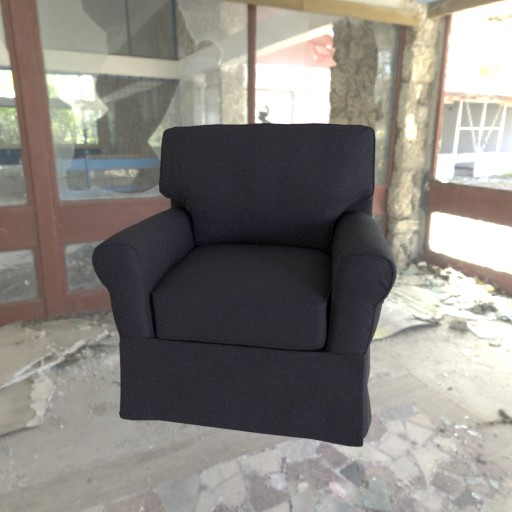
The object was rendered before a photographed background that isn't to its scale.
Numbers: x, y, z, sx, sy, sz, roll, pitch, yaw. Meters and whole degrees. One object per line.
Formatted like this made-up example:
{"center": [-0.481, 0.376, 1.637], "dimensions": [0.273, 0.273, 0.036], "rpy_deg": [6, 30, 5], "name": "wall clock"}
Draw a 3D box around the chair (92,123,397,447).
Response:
{"center": [0.000, 0.000, 1.958], "dimensions": [1.119, 1.140, 1.002], "rpy_deg": [2, 16, 9], "name": "chair"}
